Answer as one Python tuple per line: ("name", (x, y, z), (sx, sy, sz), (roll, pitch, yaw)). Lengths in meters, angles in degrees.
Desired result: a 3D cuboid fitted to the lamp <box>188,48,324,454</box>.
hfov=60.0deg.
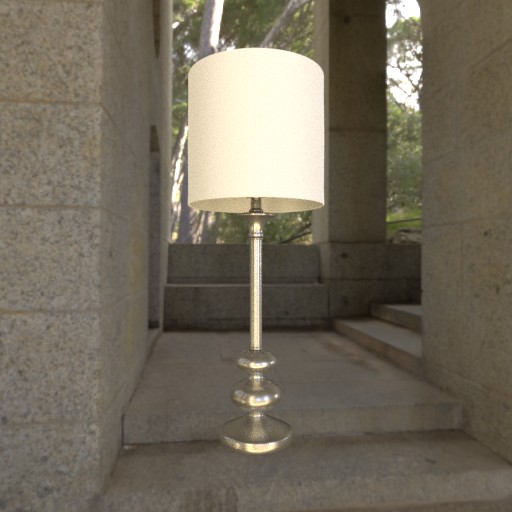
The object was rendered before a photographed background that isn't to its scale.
("lamp", (0.000, 0.000, 0.834), (0.254, 0.690, 0.254), (0, 0, -36))
